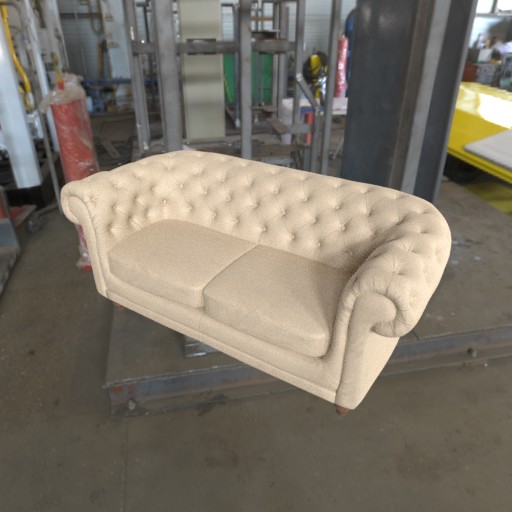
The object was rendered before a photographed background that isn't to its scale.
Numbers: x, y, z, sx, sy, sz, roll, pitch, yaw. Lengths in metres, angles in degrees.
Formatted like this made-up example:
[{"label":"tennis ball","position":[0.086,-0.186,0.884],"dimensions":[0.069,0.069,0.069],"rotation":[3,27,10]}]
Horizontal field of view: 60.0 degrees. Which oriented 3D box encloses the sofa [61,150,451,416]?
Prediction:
[{"label":"sofa","position":[0.000,0.000,2.529],"dimensions":[1.988,0.835,1.069],"rotation":[18,34,28]}]
